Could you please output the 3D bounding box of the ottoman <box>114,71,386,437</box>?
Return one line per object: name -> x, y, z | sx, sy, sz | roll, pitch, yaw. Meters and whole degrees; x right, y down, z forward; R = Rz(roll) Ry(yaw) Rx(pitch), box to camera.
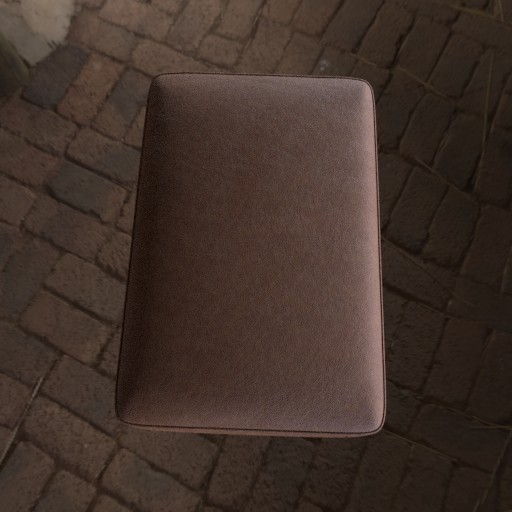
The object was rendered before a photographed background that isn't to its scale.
ottoman -> 0.000, 0.000, 1.191 | 0.584, 0.483, 0.864 | 2, 75, 1
